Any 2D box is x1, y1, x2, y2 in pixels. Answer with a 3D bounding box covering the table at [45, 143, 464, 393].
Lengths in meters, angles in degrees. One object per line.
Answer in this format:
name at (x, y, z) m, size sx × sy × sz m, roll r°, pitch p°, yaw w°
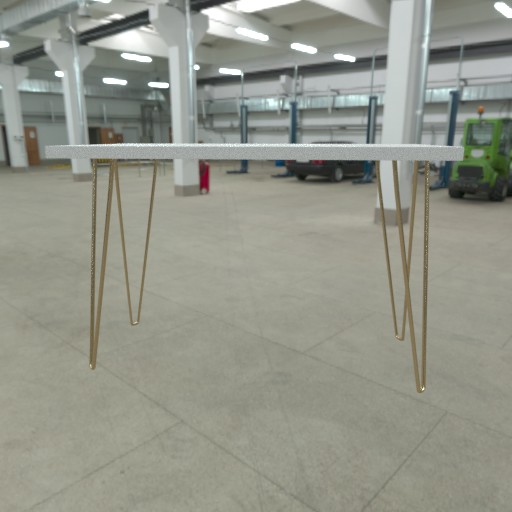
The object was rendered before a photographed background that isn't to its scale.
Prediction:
table at (0.000, 0.000, 1.358) m, size 0.991 × 0.660 × 0.498 m, roll 2°, pitch 15°, yaw 7°
